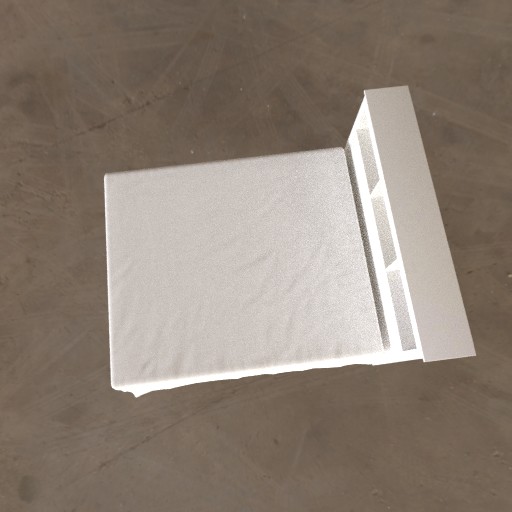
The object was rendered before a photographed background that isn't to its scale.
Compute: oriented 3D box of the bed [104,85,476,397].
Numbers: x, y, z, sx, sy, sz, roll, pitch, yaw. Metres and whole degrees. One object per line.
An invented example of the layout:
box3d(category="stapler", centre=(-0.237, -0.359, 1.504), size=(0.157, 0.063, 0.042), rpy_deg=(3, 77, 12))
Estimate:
box3d(category="bed", centre=(0.000, 0.000, 3.049), size=(2.133, 1.092, 1.671), rpy_deg=(-7, 74, -2))
